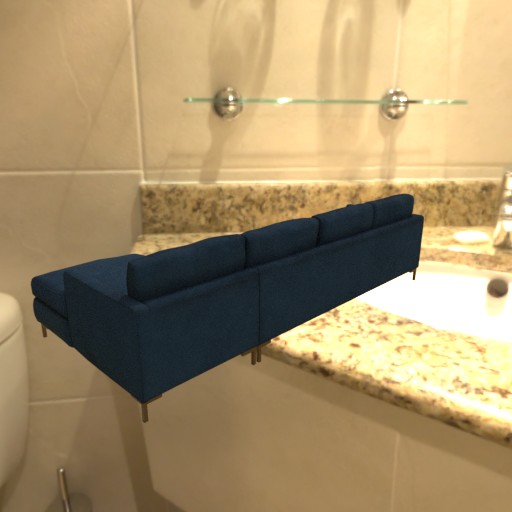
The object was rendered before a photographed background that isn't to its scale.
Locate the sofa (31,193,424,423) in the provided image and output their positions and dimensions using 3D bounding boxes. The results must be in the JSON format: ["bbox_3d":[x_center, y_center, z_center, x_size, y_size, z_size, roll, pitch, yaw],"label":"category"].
[{"bbox_3d":[0.000,0.000,3.453,2.932,0.810,1.350,-16,24,-42],"label":"sofa"}]
